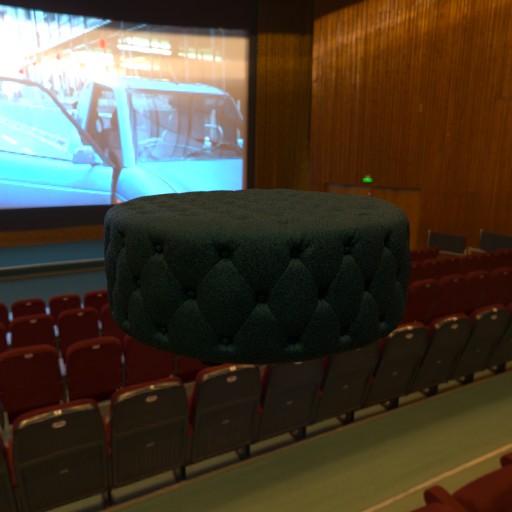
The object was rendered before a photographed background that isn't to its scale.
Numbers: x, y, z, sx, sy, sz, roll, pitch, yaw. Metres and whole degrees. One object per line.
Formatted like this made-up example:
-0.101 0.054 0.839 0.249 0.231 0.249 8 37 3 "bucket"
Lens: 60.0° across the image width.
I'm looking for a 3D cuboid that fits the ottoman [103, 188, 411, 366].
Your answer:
0.000 0.000 1.524 0.998 0.398 0.998 0 14 0 "ottoman"
